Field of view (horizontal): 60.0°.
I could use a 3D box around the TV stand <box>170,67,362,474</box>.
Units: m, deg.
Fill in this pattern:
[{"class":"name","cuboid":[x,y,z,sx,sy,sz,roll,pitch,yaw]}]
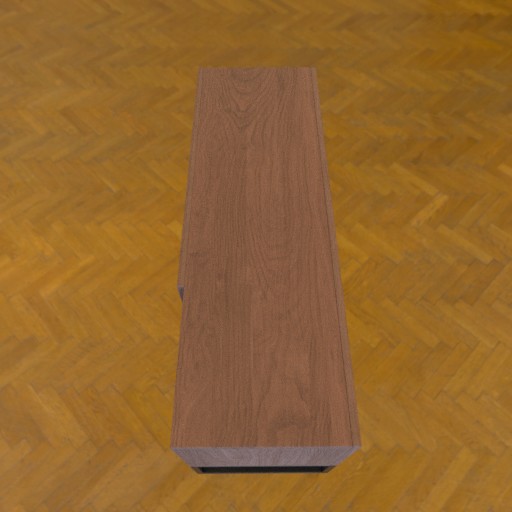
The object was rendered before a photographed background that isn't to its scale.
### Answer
[{"class":"TV stand","cuboid":[0.000,0.000,1.408,0.415,0.500,1.200,0,58,0]}]
